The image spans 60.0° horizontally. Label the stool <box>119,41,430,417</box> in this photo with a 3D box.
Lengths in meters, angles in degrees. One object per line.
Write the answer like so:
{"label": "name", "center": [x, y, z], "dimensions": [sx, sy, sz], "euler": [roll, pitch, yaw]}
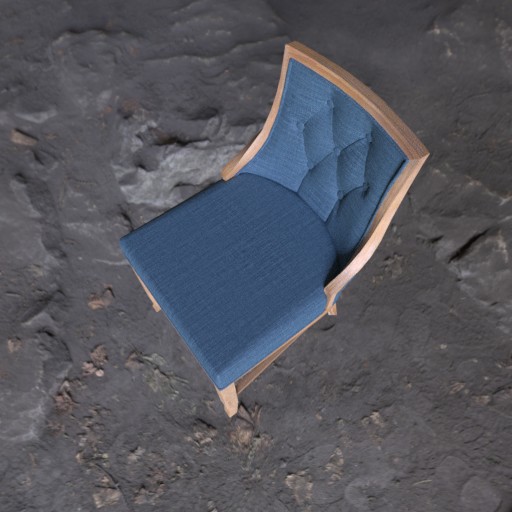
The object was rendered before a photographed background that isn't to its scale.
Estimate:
{"label": "stool", "center": [0.000, 0.000, 1.322], "dimensions": [0.626, 0.938, 0.524], "euler": [-34, 68, -16]}
